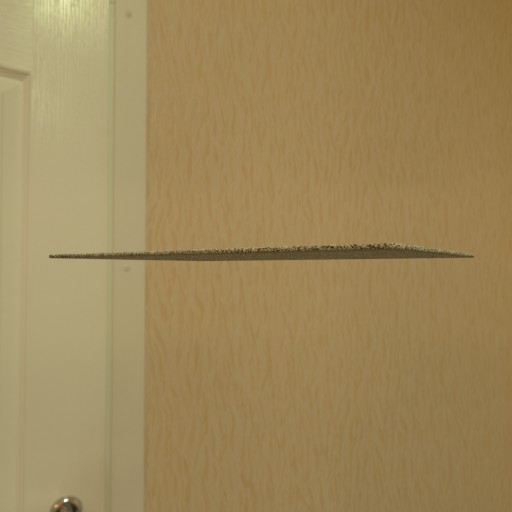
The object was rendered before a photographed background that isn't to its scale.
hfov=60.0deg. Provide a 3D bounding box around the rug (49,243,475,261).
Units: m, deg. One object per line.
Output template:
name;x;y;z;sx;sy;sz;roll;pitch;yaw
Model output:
rug;0.000;0.000;3.383;2.743;0.030;1.778;-1;-2;36
